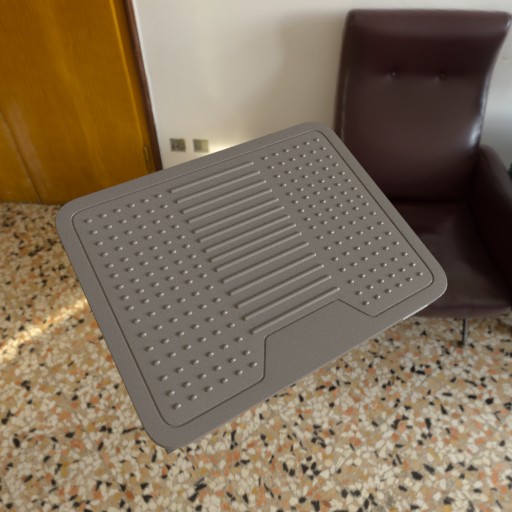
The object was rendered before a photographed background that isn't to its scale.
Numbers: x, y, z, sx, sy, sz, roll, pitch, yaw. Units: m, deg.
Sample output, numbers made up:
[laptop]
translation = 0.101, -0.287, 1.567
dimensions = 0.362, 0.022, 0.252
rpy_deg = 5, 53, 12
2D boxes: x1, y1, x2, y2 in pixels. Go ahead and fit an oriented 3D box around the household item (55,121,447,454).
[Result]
[household item]
translation = 0.000, 0.000, 0.537
dimensions = 0.390, 0.126, 0.301
rpy_deg = -24, 51, -21
